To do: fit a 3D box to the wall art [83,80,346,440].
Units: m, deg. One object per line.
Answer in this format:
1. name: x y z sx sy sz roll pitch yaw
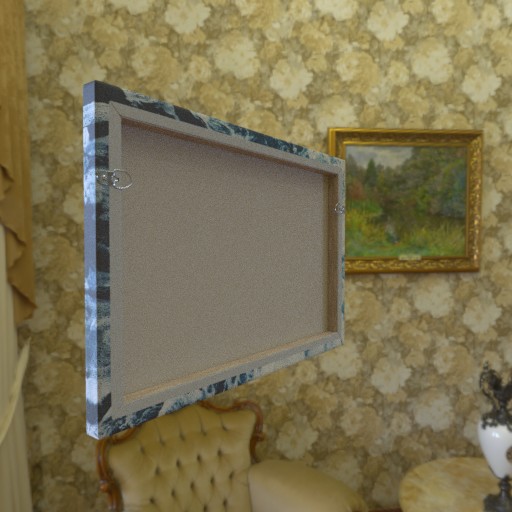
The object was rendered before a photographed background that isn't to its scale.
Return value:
1. wall art: 0.000 0.000 1.117 0.042 0.610 0.915 1 2 38
